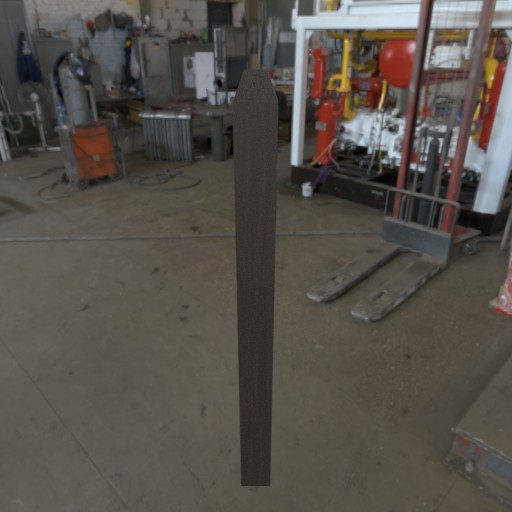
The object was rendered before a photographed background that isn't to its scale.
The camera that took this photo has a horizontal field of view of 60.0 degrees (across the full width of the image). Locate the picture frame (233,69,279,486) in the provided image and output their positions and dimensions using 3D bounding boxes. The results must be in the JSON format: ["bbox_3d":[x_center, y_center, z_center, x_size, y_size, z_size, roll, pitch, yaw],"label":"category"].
[{"bbox_3d":[0.000,0.000,0.751,0.044,0.555,0.452,0,27,0],"label":"picture frame"}]
